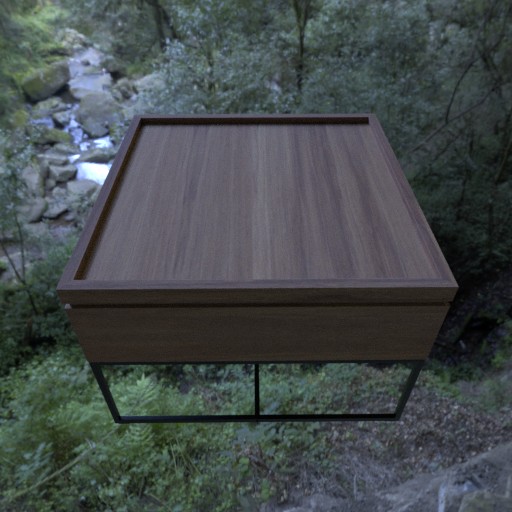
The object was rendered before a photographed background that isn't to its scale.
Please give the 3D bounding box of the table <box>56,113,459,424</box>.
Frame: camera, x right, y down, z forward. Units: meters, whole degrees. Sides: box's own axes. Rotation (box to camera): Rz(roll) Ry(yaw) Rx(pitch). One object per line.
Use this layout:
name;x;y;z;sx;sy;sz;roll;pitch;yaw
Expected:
table;0.000;0.000;1.149;0.676;0.464;0.679;0;42;0
